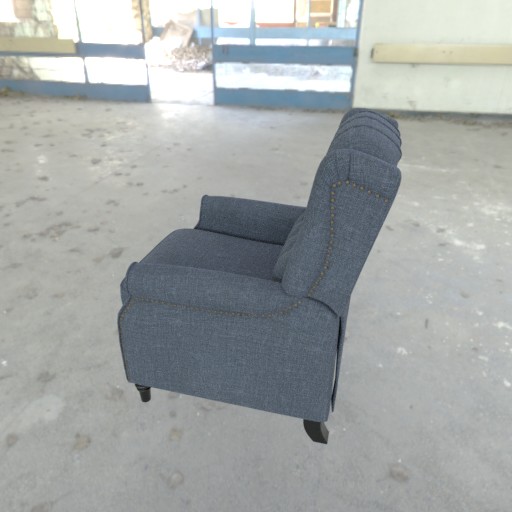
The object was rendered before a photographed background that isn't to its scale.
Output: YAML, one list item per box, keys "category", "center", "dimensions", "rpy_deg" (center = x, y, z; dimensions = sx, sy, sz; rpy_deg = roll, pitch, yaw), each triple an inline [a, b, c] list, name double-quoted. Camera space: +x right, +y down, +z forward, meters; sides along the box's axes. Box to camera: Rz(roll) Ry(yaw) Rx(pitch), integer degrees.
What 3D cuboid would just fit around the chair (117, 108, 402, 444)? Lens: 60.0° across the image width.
- category: "chair"
  center: [0.000, 0.000, 1.631]
  dimensions: [0.898, 1.035, 0.742]
  rpy_deg: [7, 29, 13]
